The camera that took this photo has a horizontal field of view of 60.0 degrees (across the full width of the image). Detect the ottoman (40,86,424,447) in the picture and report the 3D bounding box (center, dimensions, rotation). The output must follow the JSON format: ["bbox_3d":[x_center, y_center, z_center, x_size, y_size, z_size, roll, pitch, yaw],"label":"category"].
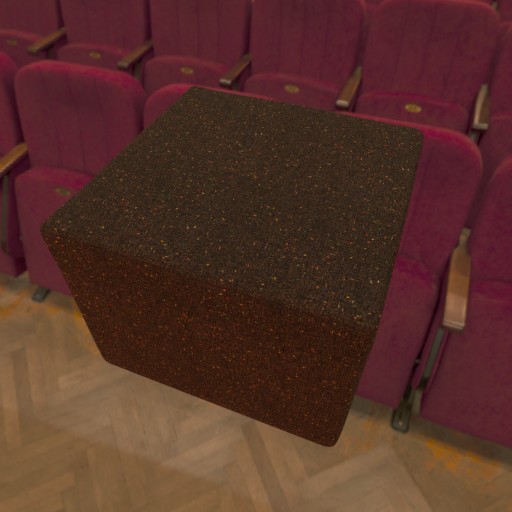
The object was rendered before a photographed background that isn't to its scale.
[{"bbox_3d":[0.000,0.000,0.883,0.508,0.432,0.508,16,49,15],"label":"ottoman"}]
